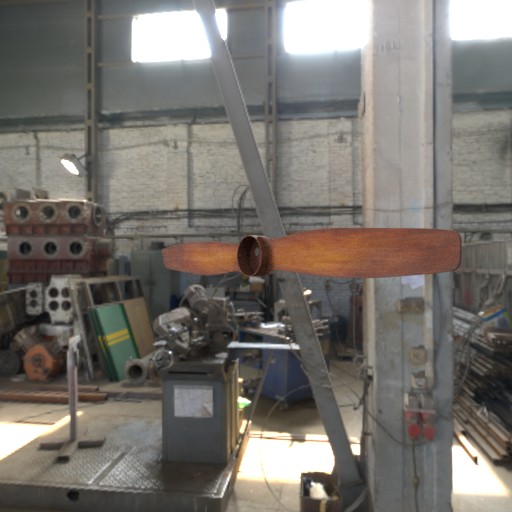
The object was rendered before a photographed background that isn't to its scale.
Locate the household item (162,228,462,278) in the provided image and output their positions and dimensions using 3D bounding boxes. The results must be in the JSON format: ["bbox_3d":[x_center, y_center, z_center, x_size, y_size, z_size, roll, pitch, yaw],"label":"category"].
[{"bbox_3d":[0.000,0.000,1.240,0.051,0.121,1.181,1,-1,-37],"label":"household item"}]
